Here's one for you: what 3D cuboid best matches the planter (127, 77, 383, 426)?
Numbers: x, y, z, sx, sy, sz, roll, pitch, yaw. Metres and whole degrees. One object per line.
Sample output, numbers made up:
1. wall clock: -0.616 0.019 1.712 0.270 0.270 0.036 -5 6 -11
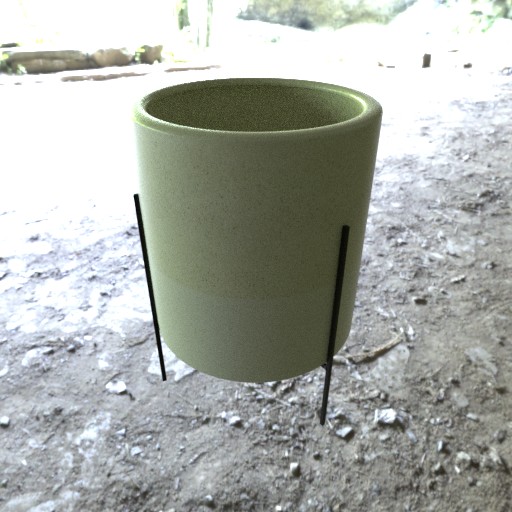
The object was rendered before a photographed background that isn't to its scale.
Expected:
1. planter: 0.000 0.000 0.704 0.324 0.483 0.333 10 33 16
